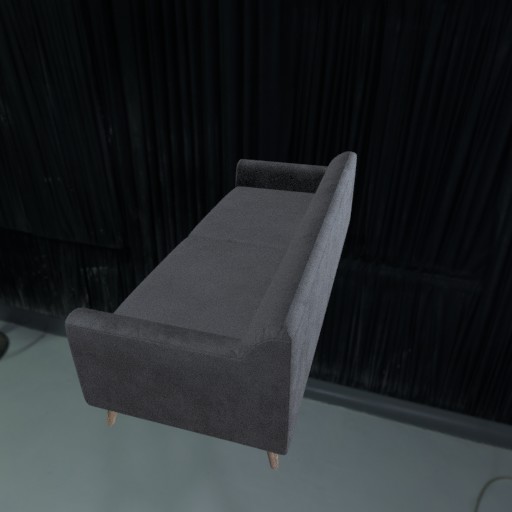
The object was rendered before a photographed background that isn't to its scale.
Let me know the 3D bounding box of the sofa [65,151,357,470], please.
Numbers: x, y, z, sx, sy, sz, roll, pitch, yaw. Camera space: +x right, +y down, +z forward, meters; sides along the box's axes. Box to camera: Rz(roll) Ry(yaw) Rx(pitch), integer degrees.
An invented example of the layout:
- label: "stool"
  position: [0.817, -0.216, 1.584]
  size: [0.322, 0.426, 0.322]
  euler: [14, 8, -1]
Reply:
- label: "sofa"
  position: [0.000, 0.000, 2.585]
  size: [0.900, 0.740, 2.190]
  euler: [8, 30, 14]
